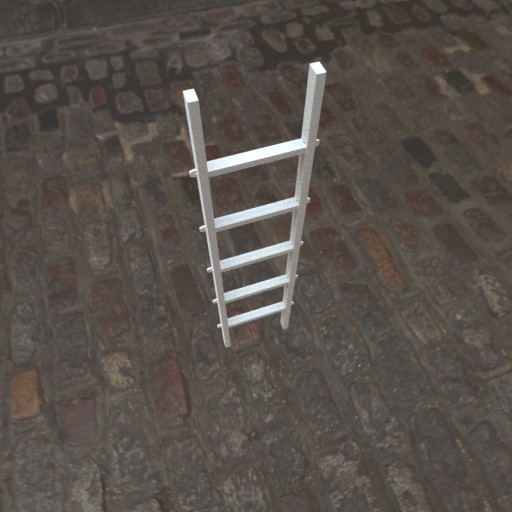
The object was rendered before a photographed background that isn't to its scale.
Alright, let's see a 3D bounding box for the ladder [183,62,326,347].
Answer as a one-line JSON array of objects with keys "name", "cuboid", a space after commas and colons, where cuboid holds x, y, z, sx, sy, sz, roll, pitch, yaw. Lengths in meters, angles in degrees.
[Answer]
[{"name": "ladder", "cuboid": [0.000, 0.000, 1.981, 0.452, 1.797, 0.051, -16, 59, -10]}]
